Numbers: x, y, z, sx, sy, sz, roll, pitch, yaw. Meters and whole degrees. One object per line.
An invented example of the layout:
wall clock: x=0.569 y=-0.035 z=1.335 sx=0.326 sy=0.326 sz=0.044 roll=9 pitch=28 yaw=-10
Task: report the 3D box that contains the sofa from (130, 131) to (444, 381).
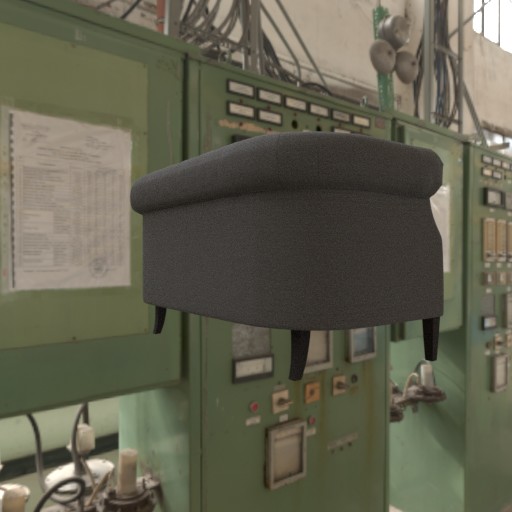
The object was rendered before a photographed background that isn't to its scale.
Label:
sofa: x=0.000 y=0.000 z=2.074 sx=0.835 sy=0.827 sz=1.558 roll=0 pitch=0 yaw=-37
